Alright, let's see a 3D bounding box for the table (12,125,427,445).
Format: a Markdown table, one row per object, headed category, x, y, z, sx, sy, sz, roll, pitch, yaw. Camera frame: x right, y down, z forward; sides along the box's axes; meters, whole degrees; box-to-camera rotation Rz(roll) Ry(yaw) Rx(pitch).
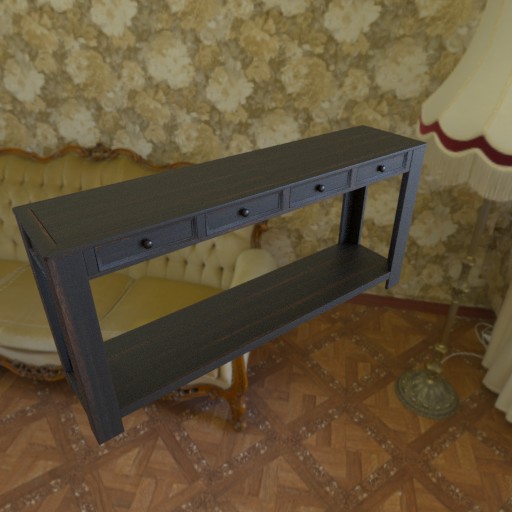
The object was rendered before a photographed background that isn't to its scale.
| category | x | y | z | sx | sy | sz | roll | pitch | yaw |
| --- | --- | --- | --- | --- | --- | --- | --- | --- | --- |
| table | 0.000 | 0.000 | 1.874 | 1.631 | 0.762 | 0.384 | -21 | 37 | -31 |
